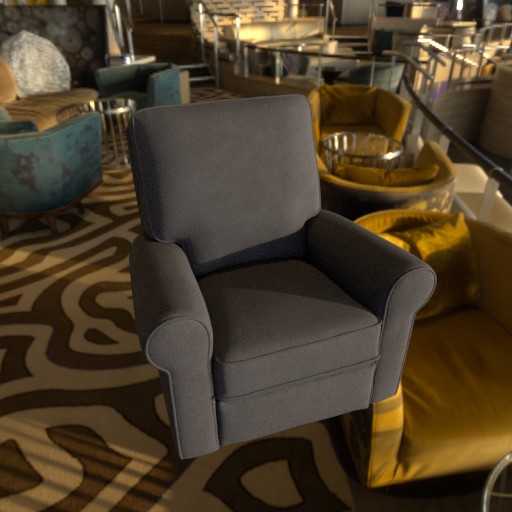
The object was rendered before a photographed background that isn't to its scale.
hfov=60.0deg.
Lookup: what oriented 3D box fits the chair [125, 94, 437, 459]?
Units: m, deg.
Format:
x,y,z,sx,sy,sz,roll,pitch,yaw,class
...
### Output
x,y,z,sx,sy,sz,roll,pitch,yaw,class
0.000,0.000,1.574,0.890,0.961,0.878,-10,32,-16,chair
